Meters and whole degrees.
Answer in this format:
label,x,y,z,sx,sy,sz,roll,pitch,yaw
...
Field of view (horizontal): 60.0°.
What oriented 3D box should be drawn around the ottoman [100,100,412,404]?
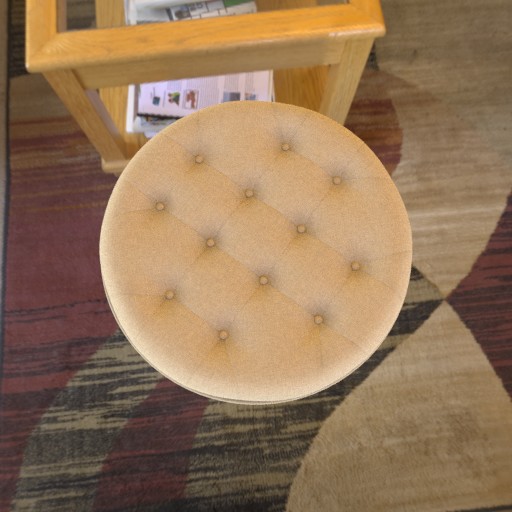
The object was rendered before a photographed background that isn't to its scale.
label,x,y,z,sx,sy,sz,roll,pitch,yaw
ottoman,0.000,0.000,1.371,0.849,0.478,0.849,0,76,0
